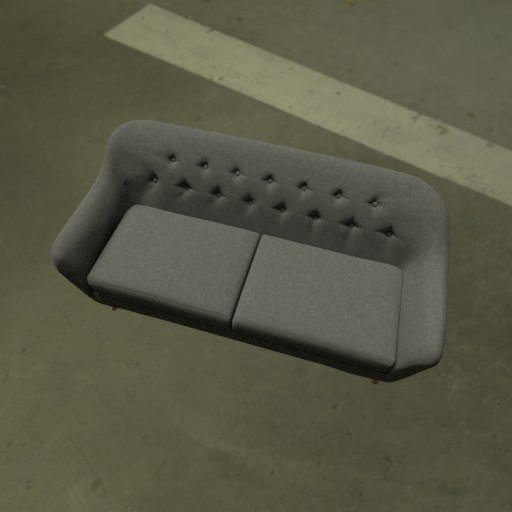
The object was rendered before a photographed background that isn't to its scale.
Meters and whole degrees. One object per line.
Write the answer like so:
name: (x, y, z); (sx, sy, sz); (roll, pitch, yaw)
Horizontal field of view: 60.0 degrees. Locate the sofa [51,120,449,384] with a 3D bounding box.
sofa: (0.000, 0.000, 2.281); (1.840, 0.820, 0.820); (14, 58, 9)
